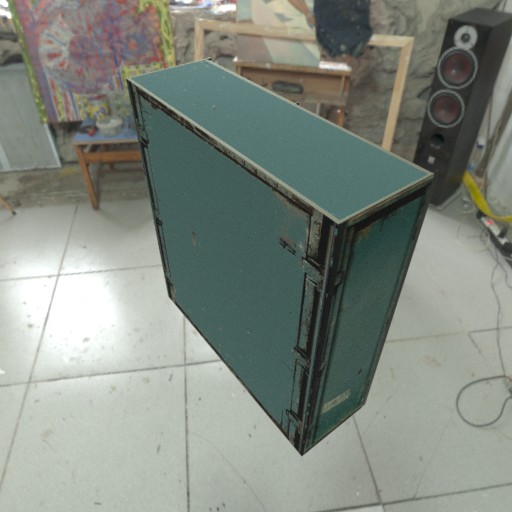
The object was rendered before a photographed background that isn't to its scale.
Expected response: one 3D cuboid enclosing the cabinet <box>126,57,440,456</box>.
[{"bbox_3d":[0.000,0.000,3.271,0.680,2.160,2.000,-27,49,-27],"label":"cabinet"}]
